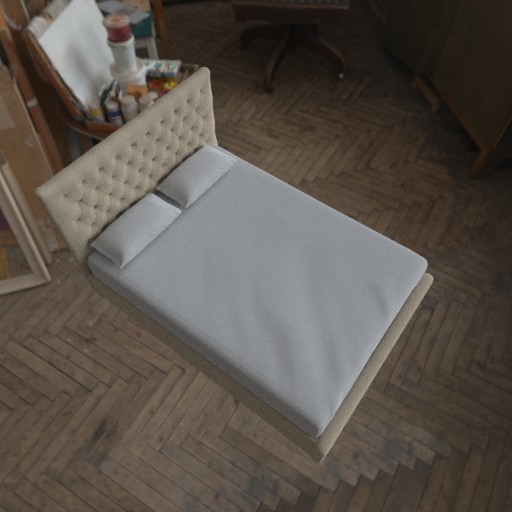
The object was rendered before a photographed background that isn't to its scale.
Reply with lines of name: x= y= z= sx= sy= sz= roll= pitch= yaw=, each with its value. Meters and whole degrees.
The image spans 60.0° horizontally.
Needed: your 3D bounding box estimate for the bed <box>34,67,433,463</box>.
bed: x=0.000 y=0.000 z=3.407 sx=2.387 sy=1.427 sz=1.698 roll=32 pitch=62 yaw=19
